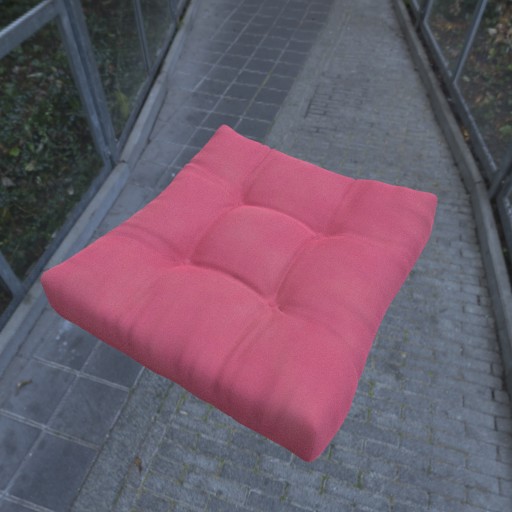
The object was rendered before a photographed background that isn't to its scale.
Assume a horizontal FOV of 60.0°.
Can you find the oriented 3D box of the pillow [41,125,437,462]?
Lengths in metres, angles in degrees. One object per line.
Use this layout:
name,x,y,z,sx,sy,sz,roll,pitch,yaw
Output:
pillow,0.000,0.000,0.731,0.468,0.128,0.490,24,52,20
